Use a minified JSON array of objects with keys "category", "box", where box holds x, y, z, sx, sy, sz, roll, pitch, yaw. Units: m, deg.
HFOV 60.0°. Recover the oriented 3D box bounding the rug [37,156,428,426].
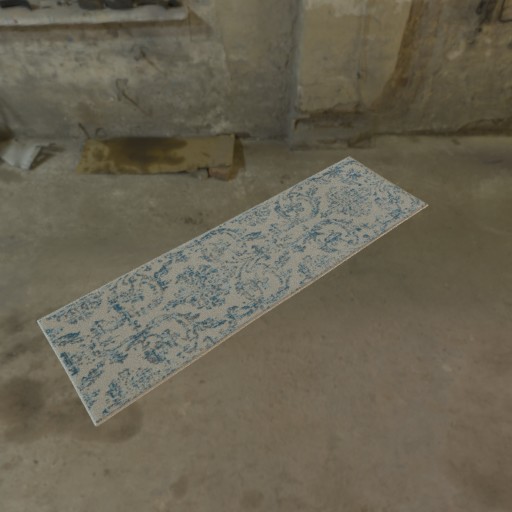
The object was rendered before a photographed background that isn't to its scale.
[{"category":"rug","box":[0.000,0.000,2.441,2.196,0.011,0.662,-30,54,-25]}]
